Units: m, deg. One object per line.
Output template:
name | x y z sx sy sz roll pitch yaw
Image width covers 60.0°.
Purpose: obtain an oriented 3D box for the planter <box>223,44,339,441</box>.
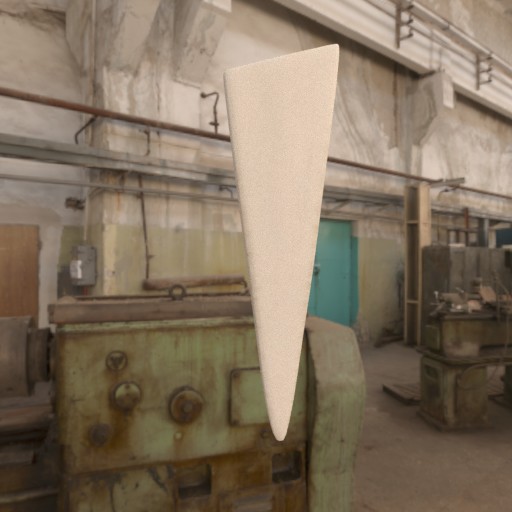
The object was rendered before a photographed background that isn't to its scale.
planter | 0.000 0.000 0.391 0.065 0.338 0.143 0 0 -36
